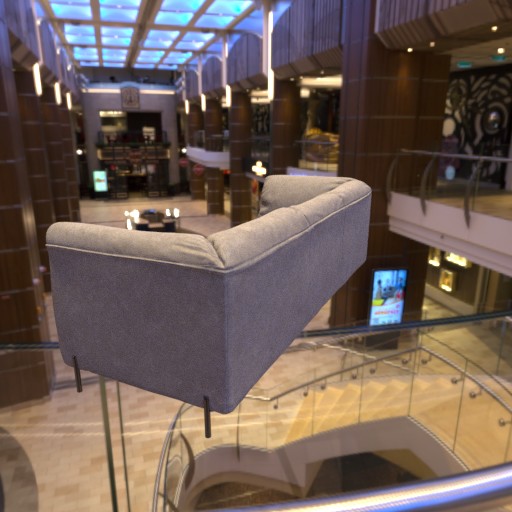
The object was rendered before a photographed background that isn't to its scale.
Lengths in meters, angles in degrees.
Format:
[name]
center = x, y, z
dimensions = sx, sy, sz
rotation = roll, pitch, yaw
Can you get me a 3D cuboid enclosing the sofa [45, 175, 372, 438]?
[sofa]
center = 0.000, 0.000, 2.654
dimensions = 0.899, 0.758, 2.238
rotation = 8, 18, 25
